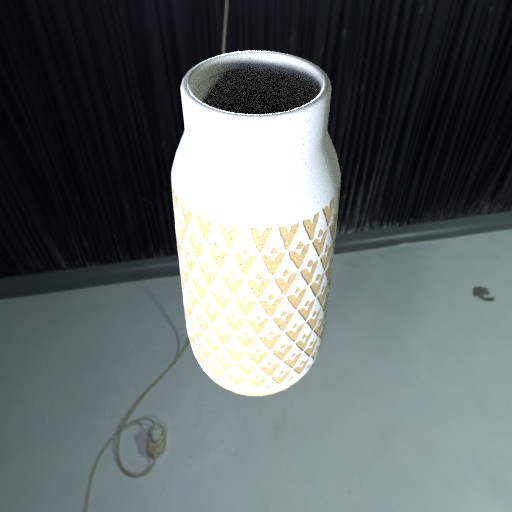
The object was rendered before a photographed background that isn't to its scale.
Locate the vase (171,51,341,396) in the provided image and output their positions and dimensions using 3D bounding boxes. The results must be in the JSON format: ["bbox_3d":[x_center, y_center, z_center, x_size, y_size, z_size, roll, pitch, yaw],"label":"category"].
[{"bbox_3d":[0.000,0.000,0.377,0.137,0.307,0.137,0,47,0],"label":"vase"}]
